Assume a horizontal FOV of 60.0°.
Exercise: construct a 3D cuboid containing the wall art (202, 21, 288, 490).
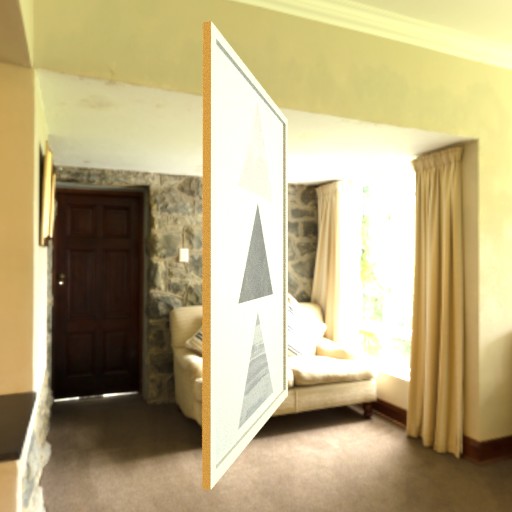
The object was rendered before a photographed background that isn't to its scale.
[{"bbox_3d":[0.000,0.000,0.838,0.013,0.656,0.456,0,-1,18],"label":"wall art"}]
